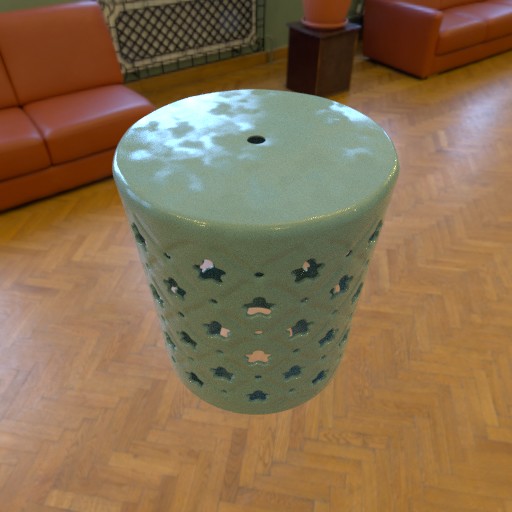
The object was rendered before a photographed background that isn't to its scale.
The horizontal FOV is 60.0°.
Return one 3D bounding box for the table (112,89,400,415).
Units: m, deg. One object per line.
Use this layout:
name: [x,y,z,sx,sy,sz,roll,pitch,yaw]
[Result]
table: [0.000,0.000,0.677,0.352,0.387,0.352,0,42,0]
